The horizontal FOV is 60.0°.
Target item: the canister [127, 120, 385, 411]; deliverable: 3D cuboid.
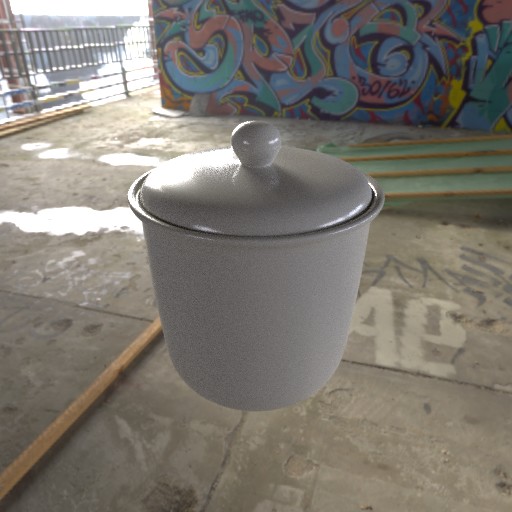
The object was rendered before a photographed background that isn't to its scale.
[{"bbox_3d":[0.000,0.000,0.351,0.182,0.208,0.182,0,29,0],"label":"canister"}]
